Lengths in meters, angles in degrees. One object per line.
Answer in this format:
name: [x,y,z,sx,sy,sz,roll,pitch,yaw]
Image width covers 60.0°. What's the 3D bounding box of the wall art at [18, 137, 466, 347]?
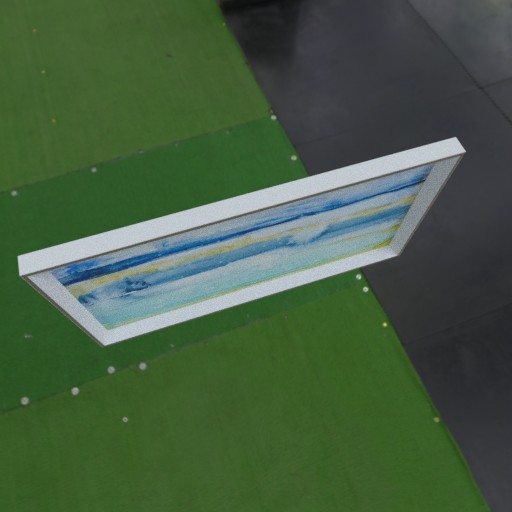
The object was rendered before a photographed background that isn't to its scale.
wall art: [0.000,0.000,0.969,0.812,0.431,0.038,-16,64,-8]
